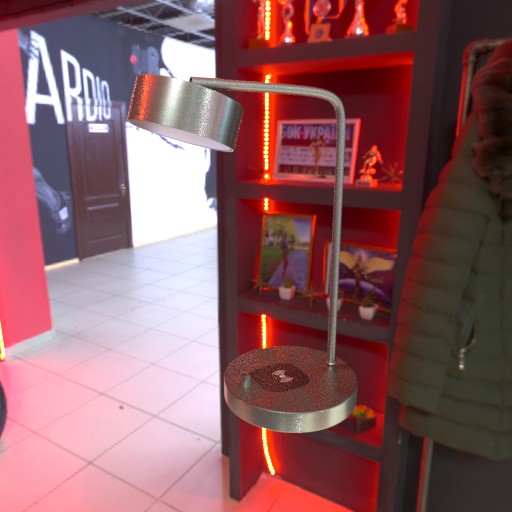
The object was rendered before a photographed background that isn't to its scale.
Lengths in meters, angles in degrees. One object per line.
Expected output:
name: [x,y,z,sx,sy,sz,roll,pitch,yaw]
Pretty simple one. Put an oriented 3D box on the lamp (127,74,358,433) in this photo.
lamp: [0.000,0.000,0.633,0.334,0.469,0.211,-7,16,-26]
